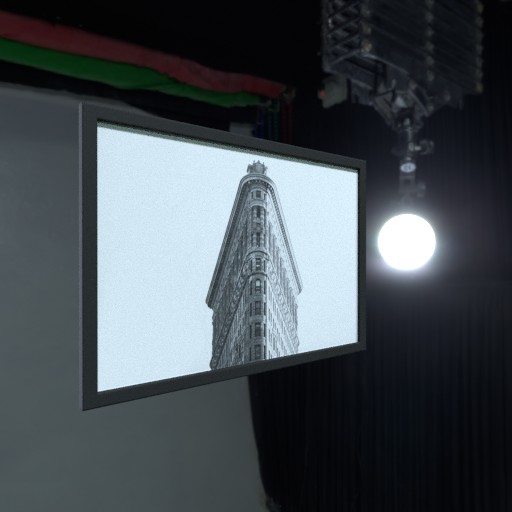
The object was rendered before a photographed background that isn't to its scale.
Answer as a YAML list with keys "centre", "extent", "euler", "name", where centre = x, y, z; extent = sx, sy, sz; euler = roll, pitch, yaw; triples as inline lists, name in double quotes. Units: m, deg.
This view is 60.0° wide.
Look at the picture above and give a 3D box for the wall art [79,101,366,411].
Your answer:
- centre: [0.000, 0.000, 1.253]
  extent: [0.964, 0.659, 0.049]
  euler: [0, 0, -37]
  name: "wall art"
